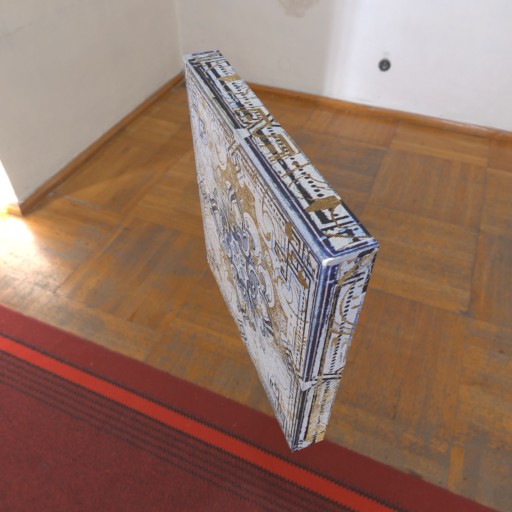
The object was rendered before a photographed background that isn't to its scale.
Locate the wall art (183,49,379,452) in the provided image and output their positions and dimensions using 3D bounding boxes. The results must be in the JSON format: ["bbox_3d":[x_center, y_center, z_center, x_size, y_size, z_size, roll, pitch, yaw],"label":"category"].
[{"bbox_3d":[0.000,0.000,0.466,0.038,0.306,0.302,-16,49,-15],"label":"wall art"}]
